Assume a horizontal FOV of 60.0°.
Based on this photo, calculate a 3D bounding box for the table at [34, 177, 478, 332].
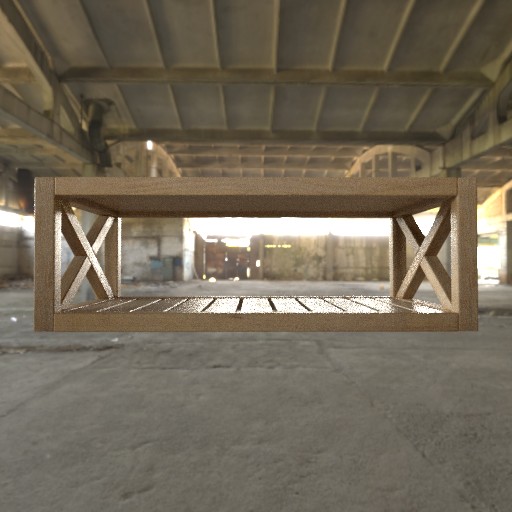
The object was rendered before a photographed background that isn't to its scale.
[{"bbox_3d":[0.000,0.000,1.635,1.321,0.457,0.660,0,-1,0],"label":"table"}]
